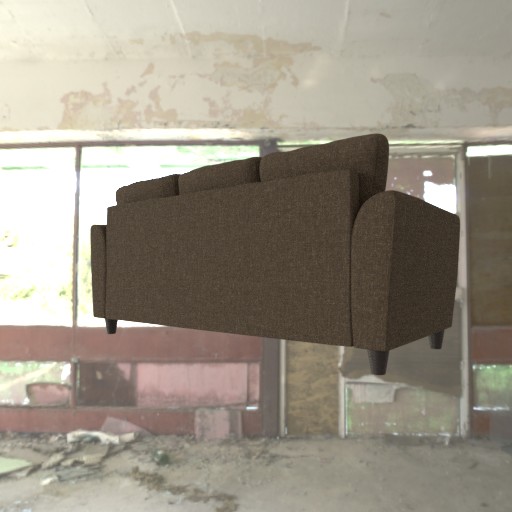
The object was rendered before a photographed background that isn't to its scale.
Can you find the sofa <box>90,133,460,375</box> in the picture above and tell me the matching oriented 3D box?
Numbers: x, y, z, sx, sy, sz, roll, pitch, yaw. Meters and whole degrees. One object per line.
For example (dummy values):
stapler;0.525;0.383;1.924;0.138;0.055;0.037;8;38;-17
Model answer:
sofa;0.000;0.000;2.357;1.847;0.891;0.837;-2;-2;38
